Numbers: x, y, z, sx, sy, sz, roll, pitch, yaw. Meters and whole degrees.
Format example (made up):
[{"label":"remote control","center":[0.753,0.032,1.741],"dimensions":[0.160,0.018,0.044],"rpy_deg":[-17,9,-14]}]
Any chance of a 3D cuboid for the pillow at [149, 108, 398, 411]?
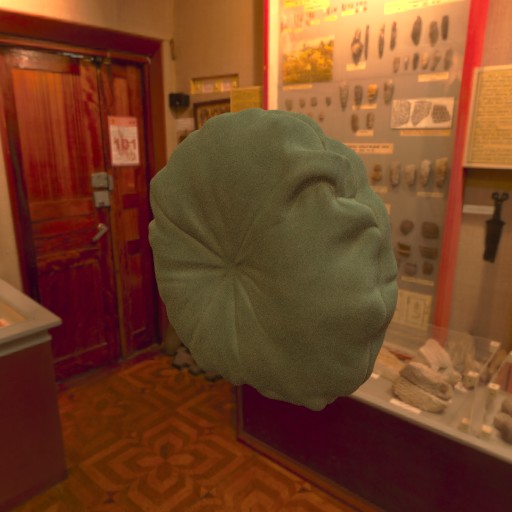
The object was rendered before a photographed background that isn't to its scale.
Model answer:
[{"label":"pillow","center":[0.000,0.000,0.643],"dimensions":[0.428,0.407,0.148],"rpy_deg":[13,20,41]}]
